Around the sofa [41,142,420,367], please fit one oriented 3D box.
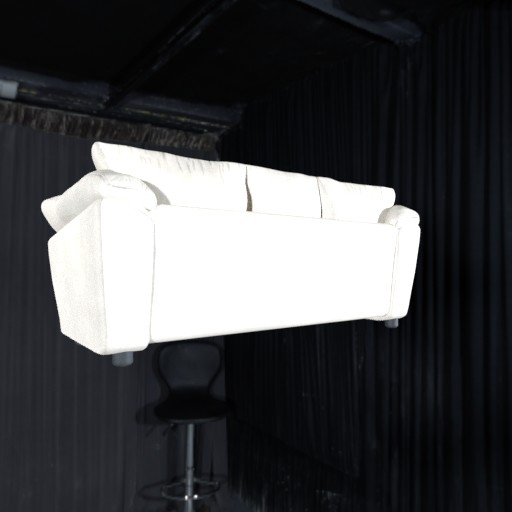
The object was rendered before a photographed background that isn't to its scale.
[{"bbox_3d":[0.000,0.000,2.773,2.334,0.996,0.878,1,-1,-37],"label":"sofa"}]
